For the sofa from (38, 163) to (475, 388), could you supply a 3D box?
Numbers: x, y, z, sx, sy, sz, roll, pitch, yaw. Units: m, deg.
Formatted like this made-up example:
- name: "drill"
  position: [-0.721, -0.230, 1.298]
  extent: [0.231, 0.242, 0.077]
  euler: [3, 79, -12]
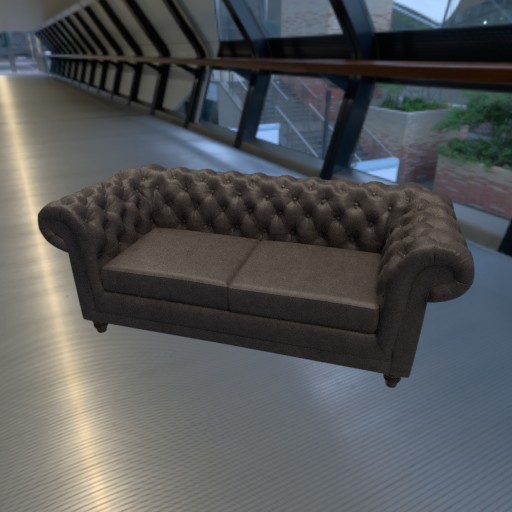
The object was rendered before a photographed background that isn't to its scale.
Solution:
- name: "sofa"
  position: [0.000, 0.000, 2.479]
  extent: [2.048, 0.779, 0.944]
  euler: [7, 26, 15]
